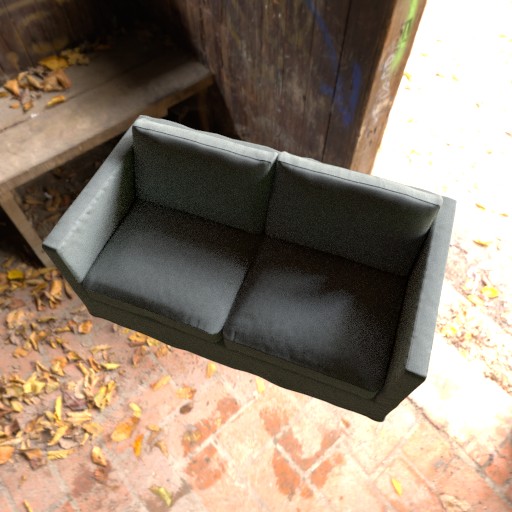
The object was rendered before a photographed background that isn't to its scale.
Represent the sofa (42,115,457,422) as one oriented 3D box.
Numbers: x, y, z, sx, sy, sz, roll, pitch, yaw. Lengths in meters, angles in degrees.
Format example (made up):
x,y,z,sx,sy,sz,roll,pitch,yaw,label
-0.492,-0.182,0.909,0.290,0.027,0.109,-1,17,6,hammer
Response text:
x,y,z,sx,sy,sz,roll,pitch,yaw,label
0.000,0.000,2.260,1.727,0.830,0.944,18,60,11,sofa
